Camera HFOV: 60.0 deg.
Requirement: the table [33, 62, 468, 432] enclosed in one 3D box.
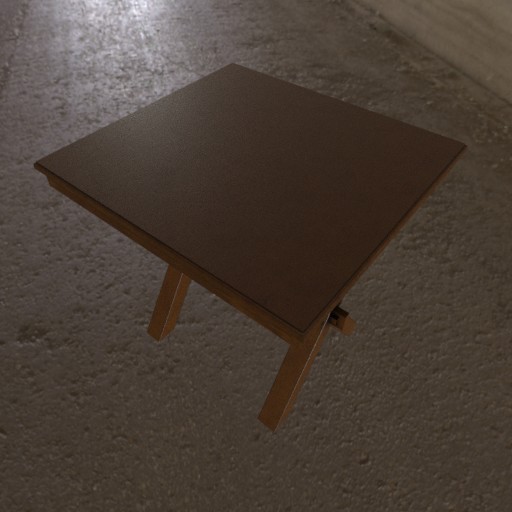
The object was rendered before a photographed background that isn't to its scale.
[{"bbox_3d":[0.000,0.000,1.034,0.602,0.562,0.560,30,53,26],"label":"table"}]
